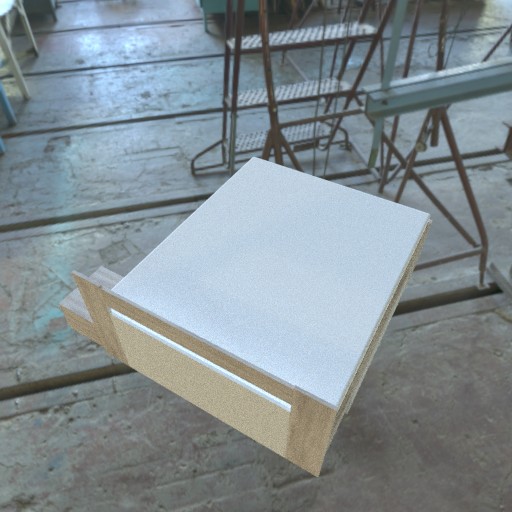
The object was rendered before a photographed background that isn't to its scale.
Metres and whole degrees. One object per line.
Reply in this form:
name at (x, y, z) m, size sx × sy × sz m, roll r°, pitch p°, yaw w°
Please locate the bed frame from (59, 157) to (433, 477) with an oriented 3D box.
bed frame at (0.000, 0.000, 3.267) m, size 2.040 × 0.860 × 2.050 m, roll 23°, pitch 50°, yaw 21°
